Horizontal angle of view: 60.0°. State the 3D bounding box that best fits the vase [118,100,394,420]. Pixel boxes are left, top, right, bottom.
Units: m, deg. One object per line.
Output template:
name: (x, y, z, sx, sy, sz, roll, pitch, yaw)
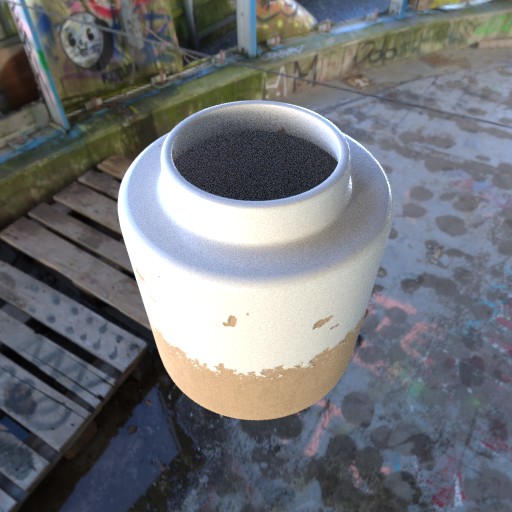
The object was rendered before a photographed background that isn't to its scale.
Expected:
vase: (0.000, 0.000, 0.289, 0.153, 0.167, 0.153, 0, 47, 0)
